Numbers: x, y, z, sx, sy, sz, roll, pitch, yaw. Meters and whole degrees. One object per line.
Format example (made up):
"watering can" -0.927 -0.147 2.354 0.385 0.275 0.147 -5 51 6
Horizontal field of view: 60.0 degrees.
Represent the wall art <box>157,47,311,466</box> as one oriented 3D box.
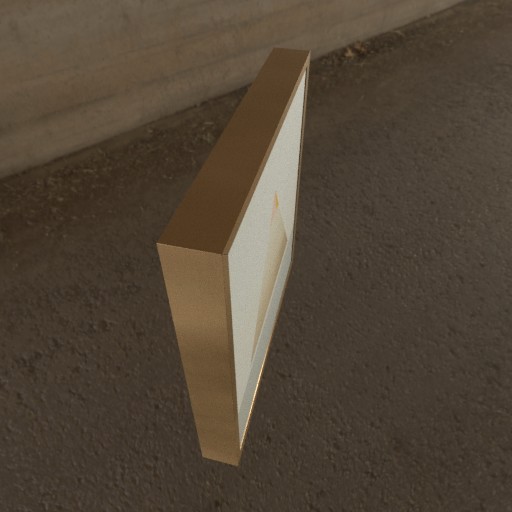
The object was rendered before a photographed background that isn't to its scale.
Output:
"wall art" 0.000 0.000 0.455 0.038 0.303 0.305 10 46 10
